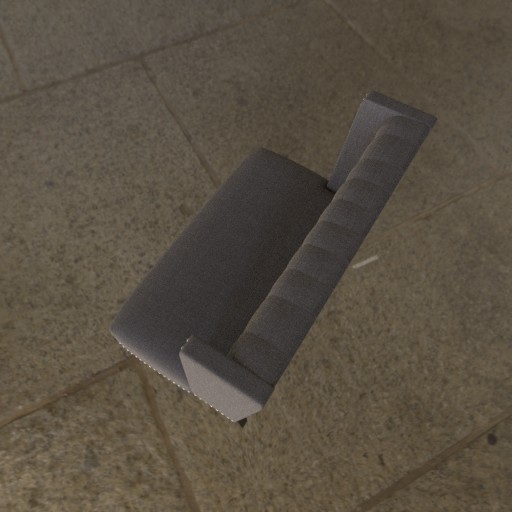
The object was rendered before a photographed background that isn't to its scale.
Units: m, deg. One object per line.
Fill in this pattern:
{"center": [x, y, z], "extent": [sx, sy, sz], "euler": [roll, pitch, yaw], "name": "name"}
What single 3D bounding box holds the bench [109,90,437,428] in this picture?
{"center": [0.000, 0.000, 2.029], "extent": [0.842, 1.121, 1.276], "euler": [30, 66, 15], "name": "bench"}
